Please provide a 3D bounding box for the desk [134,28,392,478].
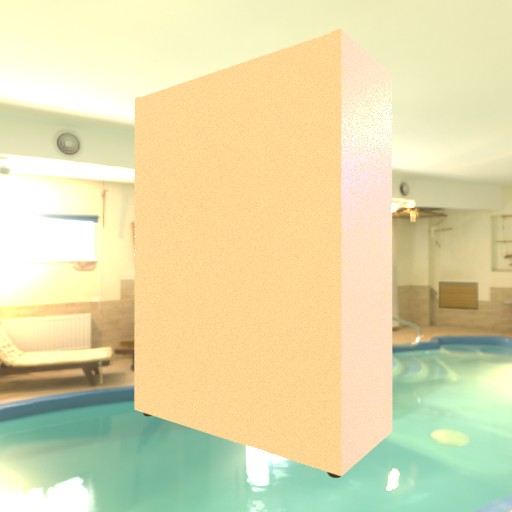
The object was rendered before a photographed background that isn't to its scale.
[{"bbox_3d":[0.000,0.000,1.569,0.850,1.190,0.390,0,0,37],"label":"desk"}]
